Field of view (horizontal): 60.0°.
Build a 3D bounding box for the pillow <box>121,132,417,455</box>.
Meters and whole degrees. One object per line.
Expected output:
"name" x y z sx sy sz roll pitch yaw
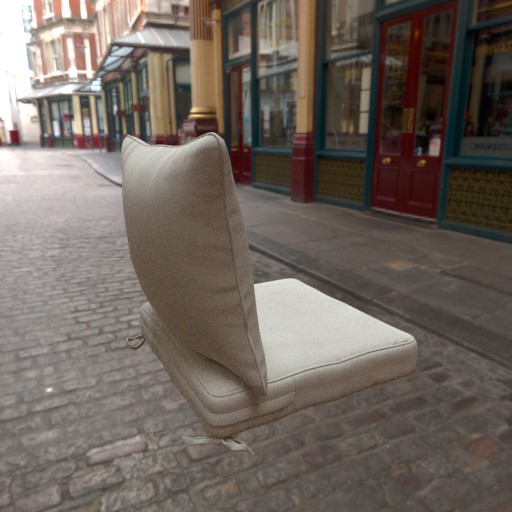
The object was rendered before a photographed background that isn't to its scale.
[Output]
"pillow" 0.000 0.000 1.352 0.733 0.716 0.798 -8 17 -27
